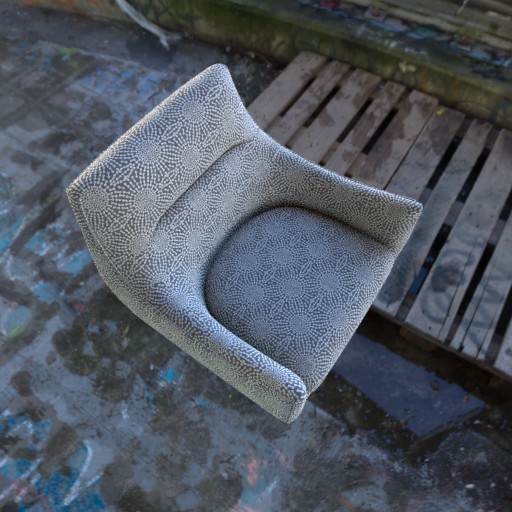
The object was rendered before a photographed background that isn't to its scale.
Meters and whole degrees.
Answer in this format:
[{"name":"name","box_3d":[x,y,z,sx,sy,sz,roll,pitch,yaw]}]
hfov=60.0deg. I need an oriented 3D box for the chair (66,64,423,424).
[{"name":"chair","box_3d":[0.000,0.000,1.467,0.787,0.838,0.762,31,64,17]}]
